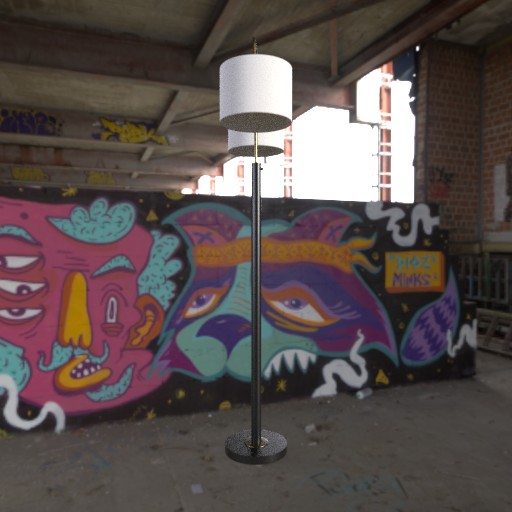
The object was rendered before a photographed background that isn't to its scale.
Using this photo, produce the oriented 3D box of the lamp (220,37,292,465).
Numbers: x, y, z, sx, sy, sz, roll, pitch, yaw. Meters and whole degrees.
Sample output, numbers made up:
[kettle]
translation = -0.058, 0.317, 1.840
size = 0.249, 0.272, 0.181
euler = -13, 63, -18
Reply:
[lamp]
translation = 0.000, 0.000, 1.802
size = 0.254, 1.587, 0.711
euler = 0, 1, 0
